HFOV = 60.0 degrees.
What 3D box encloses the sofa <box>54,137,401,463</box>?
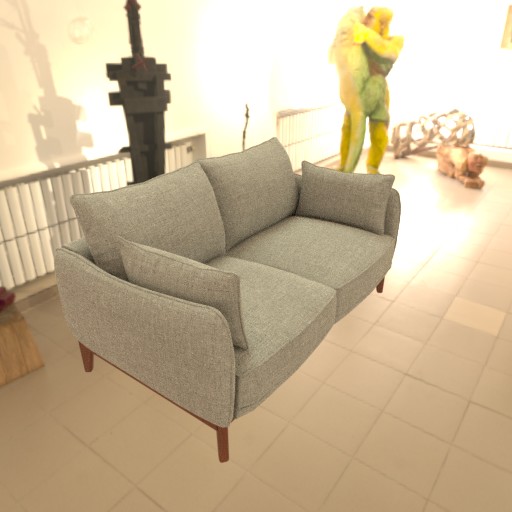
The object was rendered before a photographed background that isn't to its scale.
[{"bbox_3d":[0.000,0.000,2.166,0.972,0.851,1.580,18,32,32],"label":"sofa"}]
